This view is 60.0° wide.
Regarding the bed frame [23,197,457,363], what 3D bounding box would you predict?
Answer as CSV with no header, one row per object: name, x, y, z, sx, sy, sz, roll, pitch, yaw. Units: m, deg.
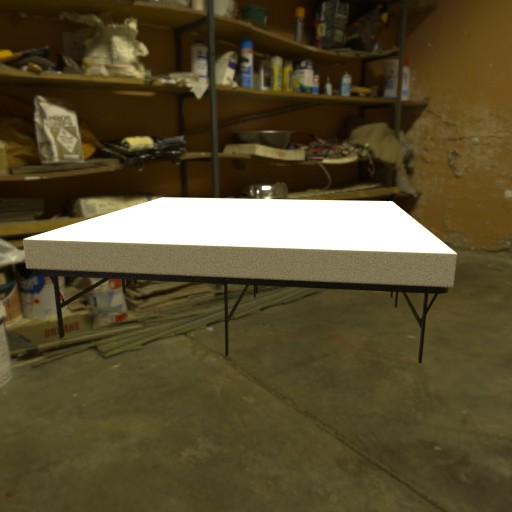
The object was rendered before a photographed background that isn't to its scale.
bed frame,0.000,0.000,3.025,2.032,0.559,1.930,2,14,9
